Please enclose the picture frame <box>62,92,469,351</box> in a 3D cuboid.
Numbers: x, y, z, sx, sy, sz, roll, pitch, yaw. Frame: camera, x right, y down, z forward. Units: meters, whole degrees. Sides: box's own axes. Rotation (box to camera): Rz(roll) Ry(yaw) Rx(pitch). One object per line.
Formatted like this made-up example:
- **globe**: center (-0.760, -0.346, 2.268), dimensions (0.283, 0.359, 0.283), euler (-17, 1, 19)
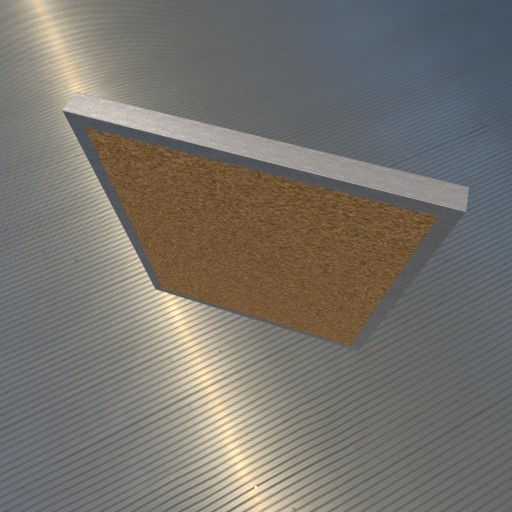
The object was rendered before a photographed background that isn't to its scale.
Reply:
- **picture frame**: center (0.000, 0.000, 0.517), dimensions (0.327, 0.378, 0.027), euler (16, 64, 8)
